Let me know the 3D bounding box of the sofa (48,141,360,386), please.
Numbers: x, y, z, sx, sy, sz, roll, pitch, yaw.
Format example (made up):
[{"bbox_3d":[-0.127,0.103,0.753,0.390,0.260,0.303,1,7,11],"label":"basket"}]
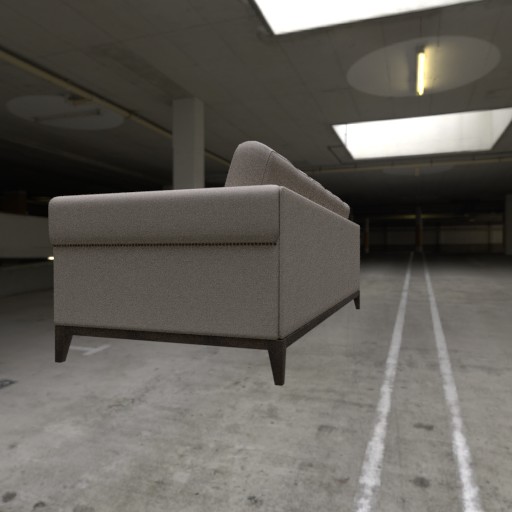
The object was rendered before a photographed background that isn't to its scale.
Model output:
[{"bbox_3d":[0.000,0.000,2.621,0.959,0.838,2.210,0,0,20],"label":"sofa"}]
